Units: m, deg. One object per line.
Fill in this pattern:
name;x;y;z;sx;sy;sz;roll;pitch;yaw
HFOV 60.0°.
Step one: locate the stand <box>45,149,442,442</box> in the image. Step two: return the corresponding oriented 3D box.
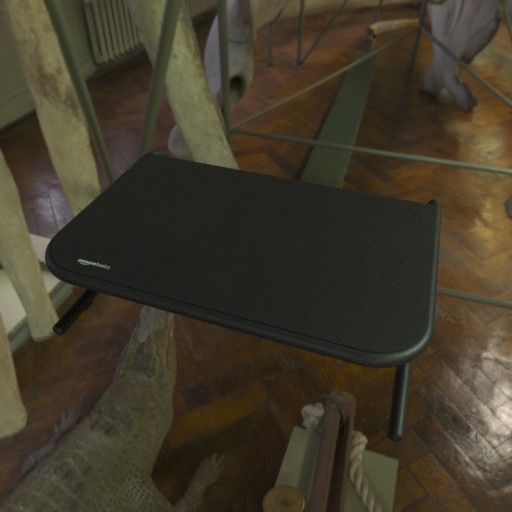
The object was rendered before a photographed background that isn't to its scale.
stand;0.000;0.000;0.499;0.370;0.108;0.280;13;43;14
